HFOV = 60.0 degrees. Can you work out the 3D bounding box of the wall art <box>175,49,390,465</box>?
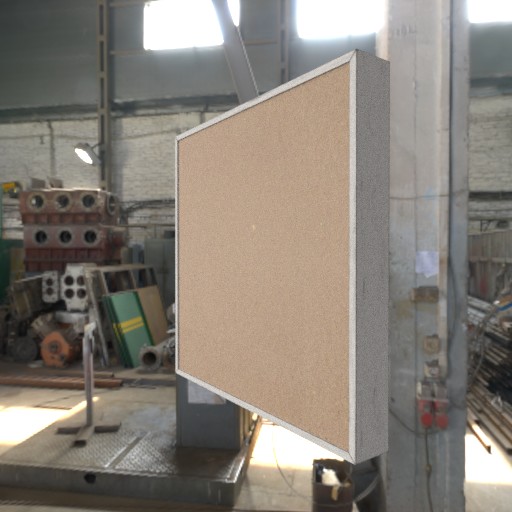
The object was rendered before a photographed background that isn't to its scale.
[{"bbox_3d":[0.000,0.000,0.459,0.038,0.305,0.305,0,1,-36],"label":"wall art"}]
